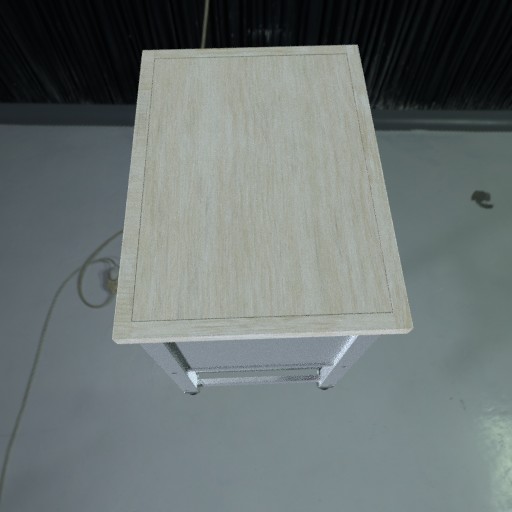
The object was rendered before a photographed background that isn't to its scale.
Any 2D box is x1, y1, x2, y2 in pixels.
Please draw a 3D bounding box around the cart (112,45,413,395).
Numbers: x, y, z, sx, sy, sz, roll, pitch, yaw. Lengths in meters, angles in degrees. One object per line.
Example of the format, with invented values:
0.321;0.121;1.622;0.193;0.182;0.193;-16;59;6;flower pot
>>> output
0.000;0.000;1.398;0.559;0.914;0.762;-2;64;-1;cart
